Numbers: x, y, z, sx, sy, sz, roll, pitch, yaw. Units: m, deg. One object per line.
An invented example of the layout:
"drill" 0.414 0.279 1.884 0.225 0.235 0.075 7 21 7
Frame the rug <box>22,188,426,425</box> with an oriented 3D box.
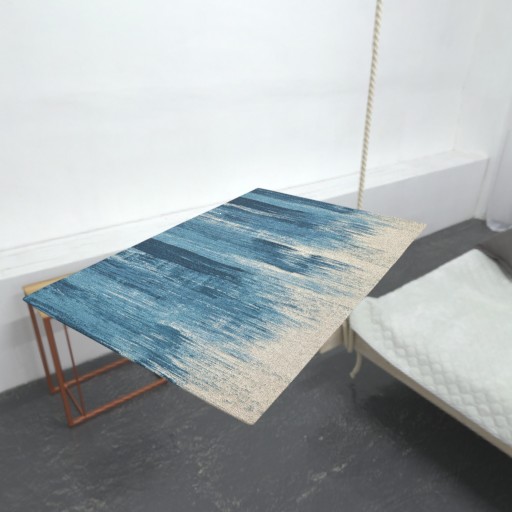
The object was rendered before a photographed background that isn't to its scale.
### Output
"rug" 0.000 0.000 2.284 1.232 0.009 1.836 17 32 30
